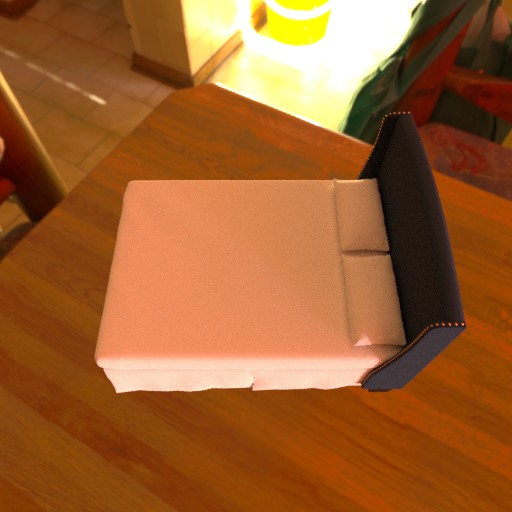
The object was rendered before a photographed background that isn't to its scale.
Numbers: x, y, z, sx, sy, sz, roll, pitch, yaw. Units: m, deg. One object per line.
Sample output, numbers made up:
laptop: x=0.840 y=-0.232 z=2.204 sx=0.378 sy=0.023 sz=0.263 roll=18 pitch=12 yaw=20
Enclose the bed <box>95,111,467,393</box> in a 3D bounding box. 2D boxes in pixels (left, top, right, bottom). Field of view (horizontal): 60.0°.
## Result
bed: x=0.000 y=0.000 z=3.188 sx=2.223 sy=1.402 sz=1.604 roll=0 pitch=59 yaw=0
